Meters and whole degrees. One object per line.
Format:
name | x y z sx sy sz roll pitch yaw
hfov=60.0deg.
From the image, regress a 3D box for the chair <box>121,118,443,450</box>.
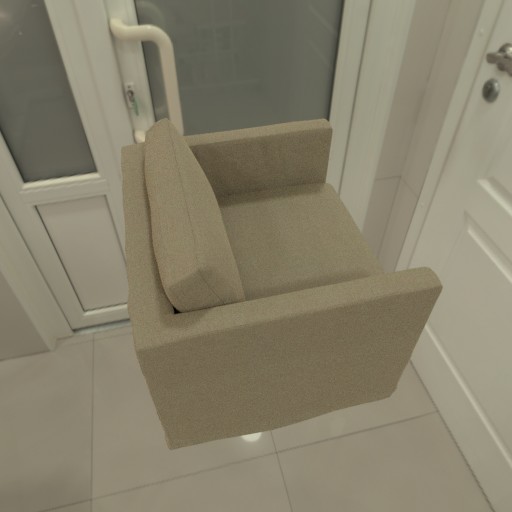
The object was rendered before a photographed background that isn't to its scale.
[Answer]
chair | 0.000 0.000 1.782 0.949 0.863 1.057 -10 47 -10
